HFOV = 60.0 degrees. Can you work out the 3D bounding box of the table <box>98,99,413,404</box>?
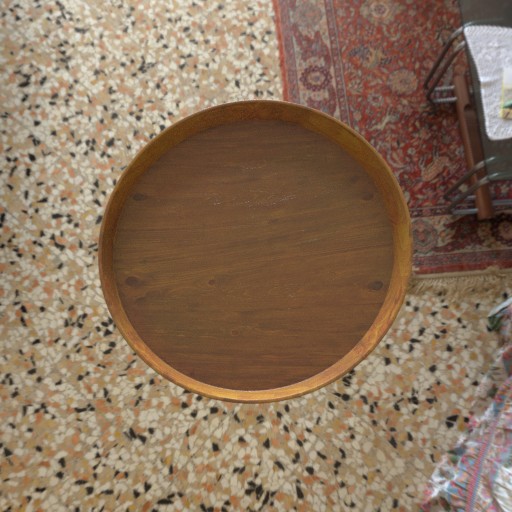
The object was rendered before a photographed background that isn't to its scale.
[{"bbox_3d":[0.000,0.000,1.645,1.016,0.470,1.016,0,77,0],"label":"table"}]
